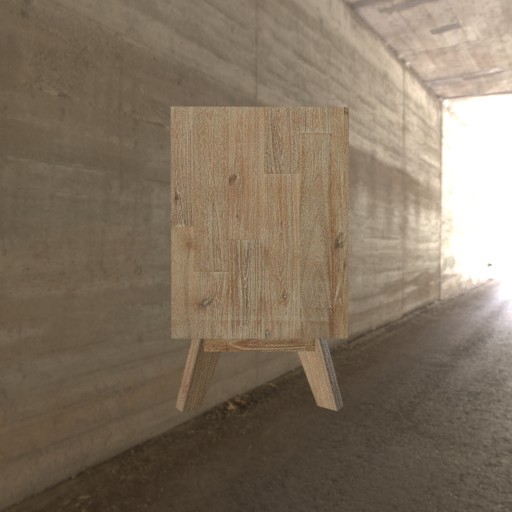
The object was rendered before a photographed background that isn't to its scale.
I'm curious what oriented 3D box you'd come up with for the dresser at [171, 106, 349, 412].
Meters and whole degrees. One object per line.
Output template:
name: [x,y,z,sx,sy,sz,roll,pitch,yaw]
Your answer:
dresser: [0.000,0.000,1.935,0.455,0.788,1.602,0,1,-1]
